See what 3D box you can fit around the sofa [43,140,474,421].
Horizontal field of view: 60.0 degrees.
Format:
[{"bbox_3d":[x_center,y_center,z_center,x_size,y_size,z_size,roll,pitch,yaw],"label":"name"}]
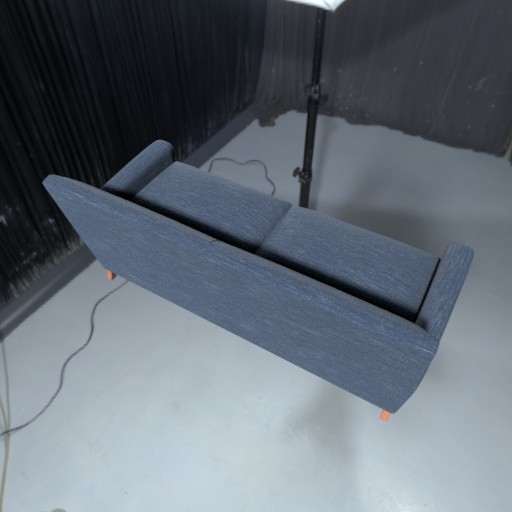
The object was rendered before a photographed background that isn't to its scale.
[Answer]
[{"bbox_3d":[0.000,0.000,2.369,1.976,0.846,0.875,23,50,21],"label":"sofa"}]
